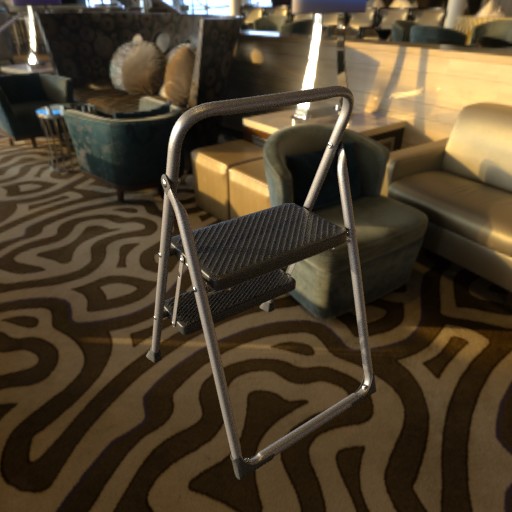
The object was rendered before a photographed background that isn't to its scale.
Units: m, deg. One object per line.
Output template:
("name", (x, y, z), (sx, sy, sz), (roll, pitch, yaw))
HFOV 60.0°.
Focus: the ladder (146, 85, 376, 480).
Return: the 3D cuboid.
("ladder", (0.000, 0.000, 1.002), (0.430, 0.720, 0.472), (-20, 35, -30))
